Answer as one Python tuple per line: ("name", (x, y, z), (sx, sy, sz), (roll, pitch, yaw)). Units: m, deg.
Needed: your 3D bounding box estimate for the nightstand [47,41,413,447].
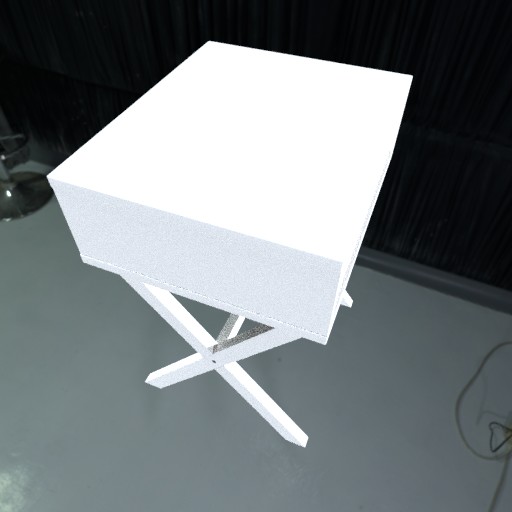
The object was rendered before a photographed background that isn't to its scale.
("nightstand", (0.000, 0.000, 0.911), (0.402, 0.623, 0.479), (17, 49, 15))
